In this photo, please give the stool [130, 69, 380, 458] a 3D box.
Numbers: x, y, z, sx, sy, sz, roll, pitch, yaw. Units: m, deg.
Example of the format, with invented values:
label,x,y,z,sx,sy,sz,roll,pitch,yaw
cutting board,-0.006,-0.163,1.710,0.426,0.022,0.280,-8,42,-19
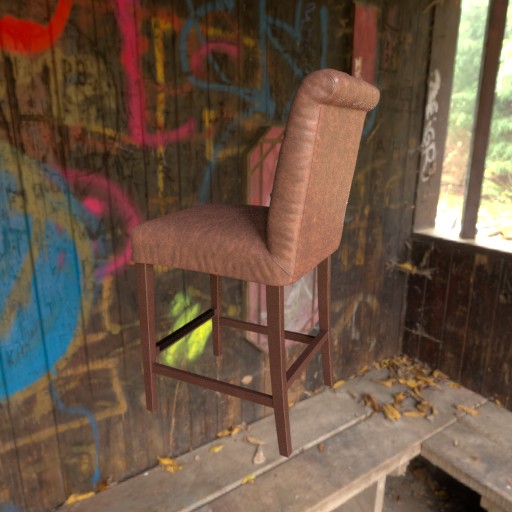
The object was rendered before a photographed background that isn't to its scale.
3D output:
label,x,y,z,sx,sy,sz,roll,pitch,yaw
stool,0.000,0.000,1.471,0.660,1.084,0.486,8,17,26
